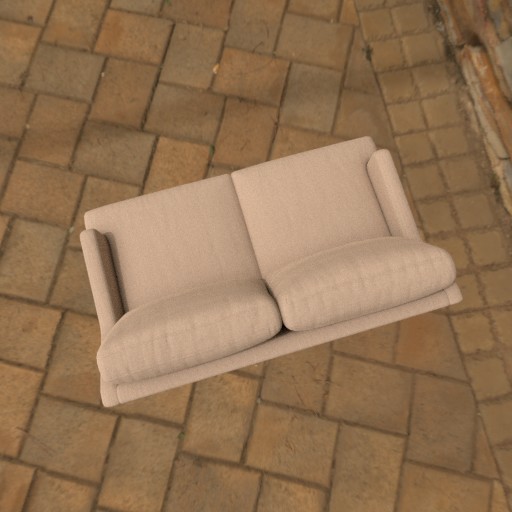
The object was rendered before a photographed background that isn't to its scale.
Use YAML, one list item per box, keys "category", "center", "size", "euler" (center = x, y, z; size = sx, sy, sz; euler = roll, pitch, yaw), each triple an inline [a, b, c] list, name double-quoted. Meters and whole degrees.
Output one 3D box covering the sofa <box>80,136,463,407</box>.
- category: "sofa"
  center: [0.000, 0.000, 2.213]
  size: [1.619, 0.910, 1.004]
  euler: [-16, 77, -4]
